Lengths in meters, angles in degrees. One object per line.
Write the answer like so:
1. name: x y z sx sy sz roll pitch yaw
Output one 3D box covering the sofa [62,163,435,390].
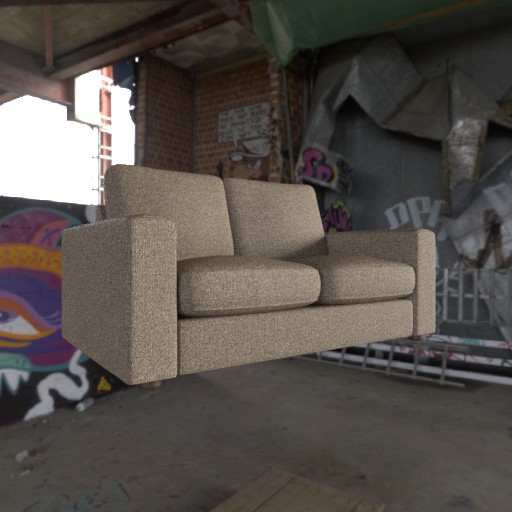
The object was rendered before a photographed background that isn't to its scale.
1. sofa: 0.000 0.000 2.202 1.616 0.873 1.016 0 0 -35
